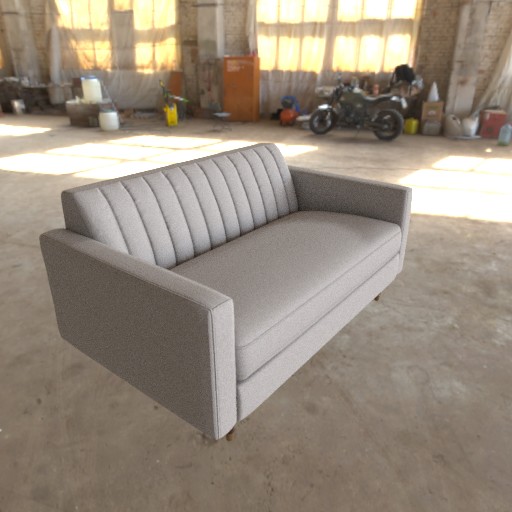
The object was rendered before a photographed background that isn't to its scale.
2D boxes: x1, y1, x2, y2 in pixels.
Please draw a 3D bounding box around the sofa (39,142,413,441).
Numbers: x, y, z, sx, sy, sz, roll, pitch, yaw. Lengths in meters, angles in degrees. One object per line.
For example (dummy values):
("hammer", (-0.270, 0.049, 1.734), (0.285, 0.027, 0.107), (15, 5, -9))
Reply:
("sofa", (0.000, 0.000, 2.137), (0.950, 0.801, 1.585), (18, 30, 34))
